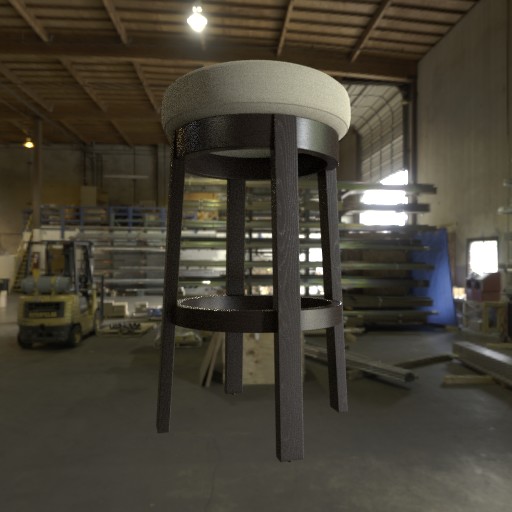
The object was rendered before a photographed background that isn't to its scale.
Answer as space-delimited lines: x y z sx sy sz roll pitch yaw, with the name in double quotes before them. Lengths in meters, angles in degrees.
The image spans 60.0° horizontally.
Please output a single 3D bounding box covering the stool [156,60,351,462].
"stool" 0.000 0.000 1.022 0.446 0.758 0.446 0 0 0
